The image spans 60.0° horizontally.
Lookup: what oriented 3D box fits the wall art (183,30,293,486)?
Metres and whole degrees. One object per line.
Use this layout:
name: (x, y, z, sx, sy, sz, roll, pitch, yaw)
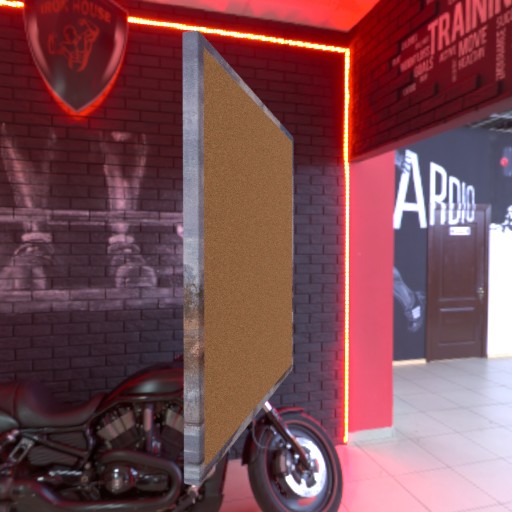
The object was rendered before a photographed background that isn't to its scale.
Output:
wall art: (0.000, 0.000, 1.476, 0.040, 1.020, 1.010, 0, 1, 17)
